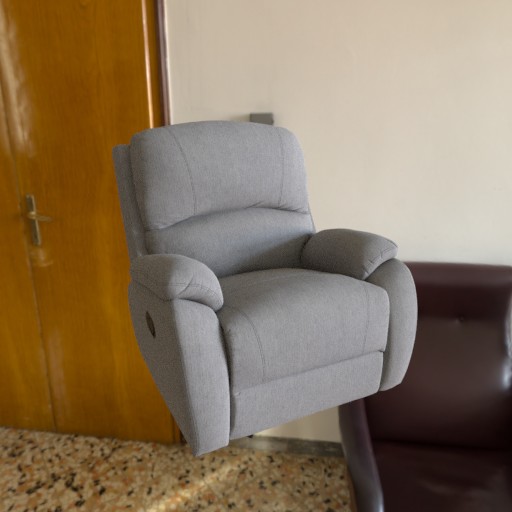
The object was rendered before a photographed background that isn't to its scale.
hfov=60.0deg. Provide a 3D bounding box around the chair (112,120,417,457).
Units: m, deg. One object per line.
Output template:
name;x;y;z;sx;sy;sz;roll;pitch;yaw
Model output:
chair;0.000;0.000;1.732;0.930;1.011;0.899;-9;19;-26
